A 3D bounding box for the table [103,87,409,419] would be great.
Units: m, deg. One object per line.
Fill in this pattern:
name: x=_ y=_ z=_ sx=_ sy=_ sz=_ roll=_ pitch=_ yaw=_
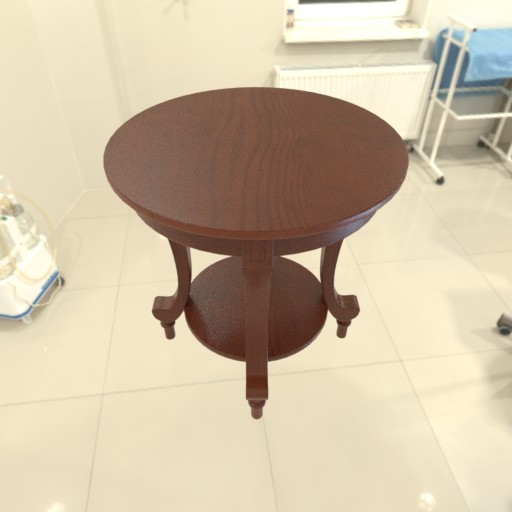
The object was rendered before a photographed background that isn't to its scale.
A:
table: x=0.000 y=0.000 z=1.091 sx=0.597 sy=0.612 sz=0.597 roll=0 pitch=41 yaw=0
